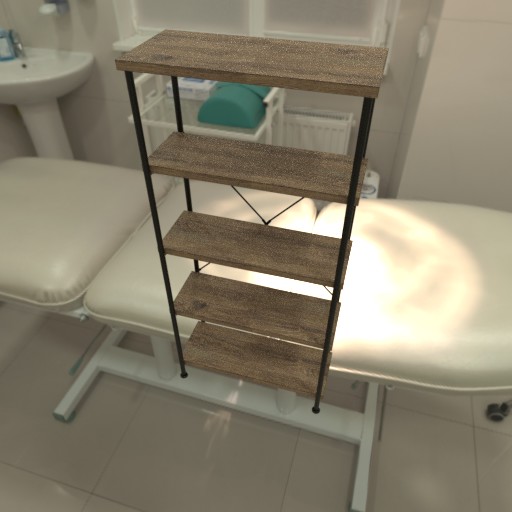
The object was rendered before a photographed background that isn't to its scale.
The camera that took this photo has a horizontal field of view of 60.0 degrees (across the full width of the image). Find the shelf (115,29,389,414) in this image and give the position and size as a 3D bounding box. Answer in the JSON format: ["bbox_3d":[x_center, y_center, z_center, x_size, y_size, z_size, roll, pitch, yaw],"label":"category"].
[{"bbox_3d":[0.000,0.000,1.964,0.800,1.700,0.360,11,42,12],"label":"shelf"}]
